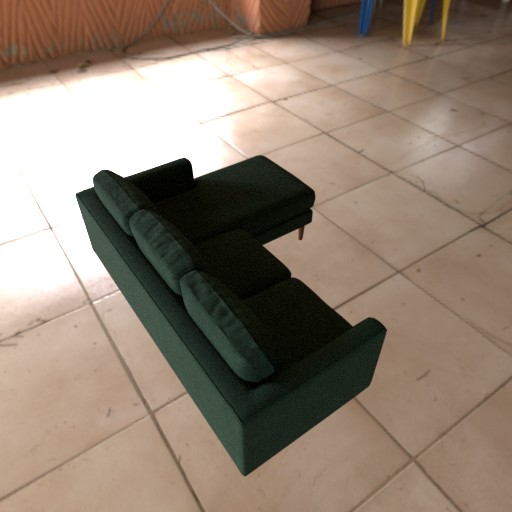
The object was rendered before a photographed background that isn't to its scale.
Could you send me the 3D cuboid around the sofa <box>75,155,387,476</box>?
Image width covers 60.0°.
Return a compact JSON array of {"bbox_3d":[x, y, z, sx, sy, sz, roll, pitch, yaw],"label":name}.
[{"bbox_3d":[0.000,0.000,2.868,1.580,0.899,2.030,-25,48,-26],"label":"sofa"}]
